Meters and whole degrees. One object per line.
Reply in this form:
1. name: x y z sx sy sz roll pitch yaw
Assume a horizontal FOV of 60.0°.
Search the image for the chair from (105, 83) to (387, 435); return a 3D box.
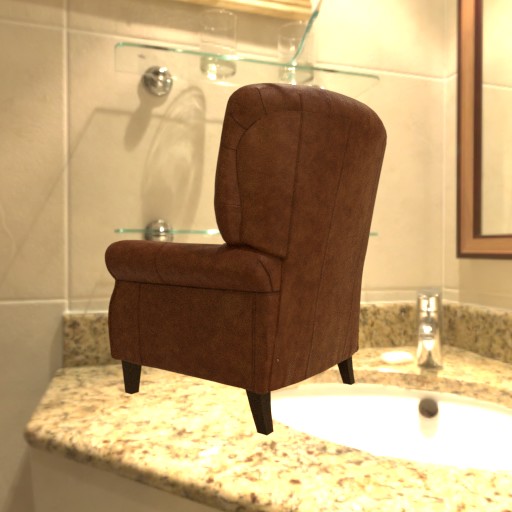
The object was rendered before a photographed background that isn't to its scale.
1. chair: 0.000 0.000 1.901 1.059 1.164 0.951 1 1 36
